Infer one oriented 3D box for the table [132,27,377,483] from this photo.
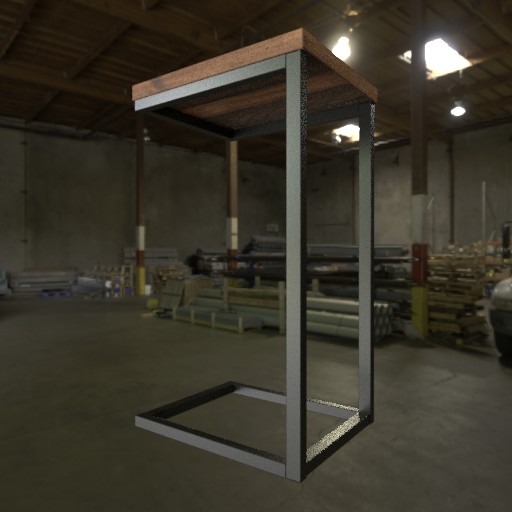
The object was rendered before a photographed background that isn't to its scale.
[{"bbox_3d":[0.000,0.000,0.945,0.414,0.718,0.323,0,0,36],"label":"table"}]
